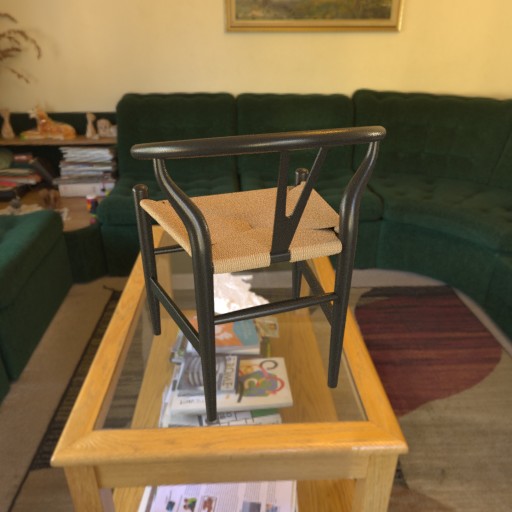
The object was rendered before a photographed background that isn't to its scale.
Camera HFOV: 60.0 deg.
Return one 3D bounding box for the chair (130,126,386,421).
[{"bbox_3d":[0.000,0.000,1.163,0.570,0.739,0.570,-9,28,-18],"label":"chair"}]
